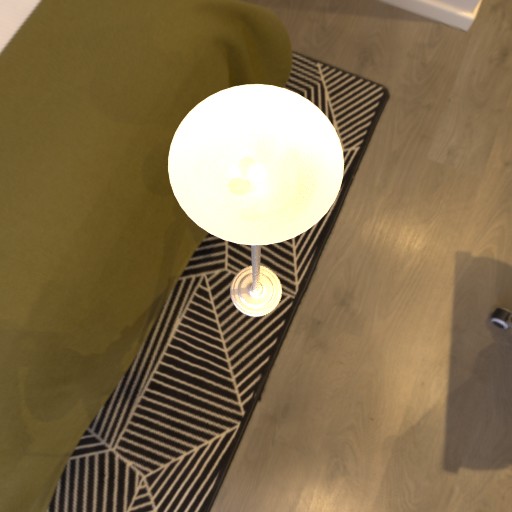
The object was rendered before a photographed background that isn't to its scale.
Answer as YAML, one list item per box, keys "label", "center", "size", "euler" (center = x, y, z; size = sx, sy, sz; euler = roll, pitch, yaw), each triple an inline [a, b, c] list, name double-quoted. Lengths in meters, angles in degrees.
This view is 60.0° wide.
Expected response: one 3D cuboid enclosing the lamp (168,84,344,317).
- label: "lamp"
  center: [0.000, 0.000, 1.882]
  size: [0.405, 1.771, 0.405]
  euler: [-6, 76, -2]
